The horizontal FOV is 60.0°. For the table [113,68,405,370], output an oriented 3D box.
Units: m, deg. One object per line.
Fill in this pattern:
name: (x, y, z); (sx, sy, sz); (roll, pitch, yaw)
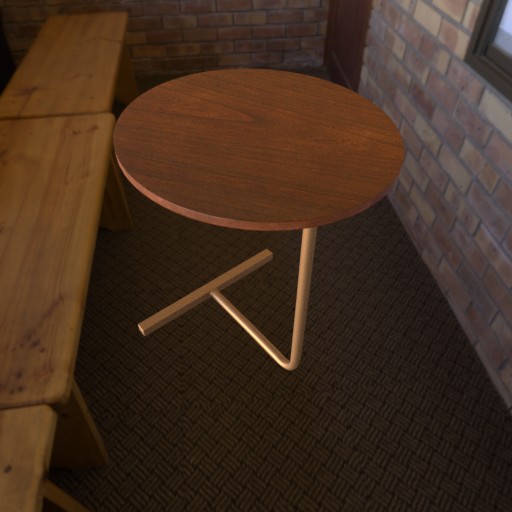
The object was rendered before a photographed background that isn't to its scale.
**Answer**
table: (0.000, 0.000, 1.110); (0.530, 0.706, 0.577); (-30, 53, -27)
